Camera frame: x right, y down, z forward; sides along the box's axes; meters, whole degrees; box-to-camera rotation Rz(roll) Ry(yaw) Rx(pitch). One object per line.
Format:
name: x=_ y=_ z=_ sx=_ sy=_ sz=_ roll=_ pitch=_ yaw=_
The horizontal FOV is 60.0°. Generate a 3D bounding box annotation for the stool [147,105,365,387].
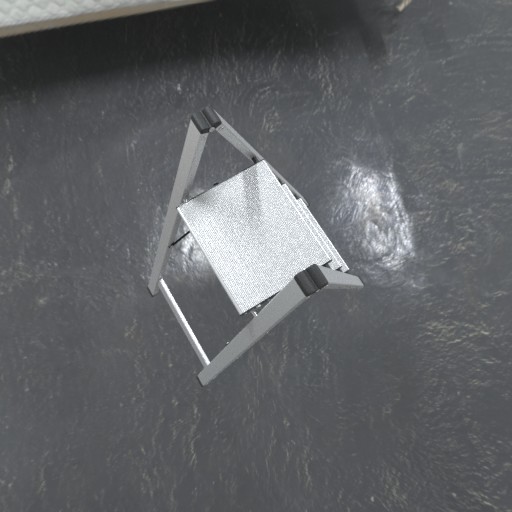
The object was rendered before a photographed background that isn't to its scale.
stool: x=0.000 y=0.000 z=1.286 sx=0.730 sy=0.902 sz=0.441 roll=-30 pitch=77 yaw=-8
